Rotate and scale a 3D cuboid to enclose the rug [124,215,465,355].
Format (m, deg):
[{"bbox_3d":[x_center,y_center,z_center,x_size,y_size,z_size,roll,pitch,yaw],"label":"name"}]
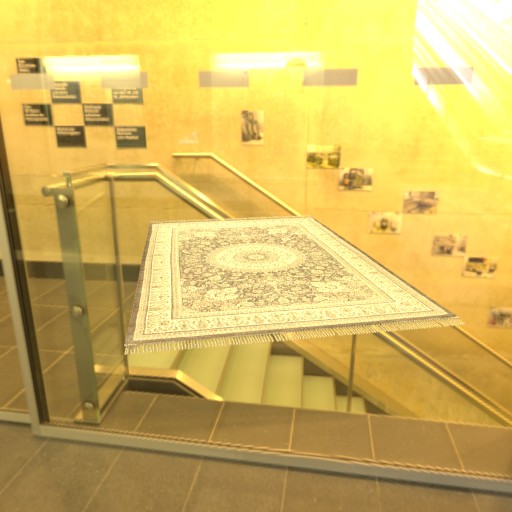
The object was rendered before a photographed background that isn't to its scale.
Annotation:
[{"bbox_3d":[0.000,0.000,4.256,2.143,0.015,3.422,-3,17,-10],"label":"rug"}]
